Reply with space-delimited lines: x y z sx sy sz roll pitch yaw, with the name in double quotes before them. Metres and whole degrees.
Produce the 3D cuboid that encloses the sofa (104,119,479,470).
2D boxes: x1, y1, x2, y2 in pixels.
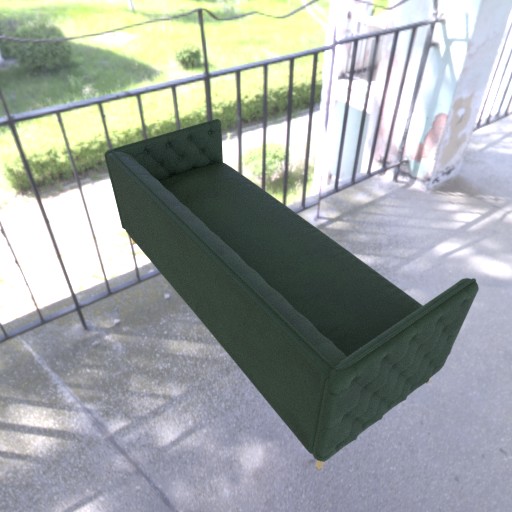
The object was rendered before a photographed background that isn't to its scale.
"sofa" 0.000 0.000 2.642 0.895 0.771 2.209 -25 47 -27
